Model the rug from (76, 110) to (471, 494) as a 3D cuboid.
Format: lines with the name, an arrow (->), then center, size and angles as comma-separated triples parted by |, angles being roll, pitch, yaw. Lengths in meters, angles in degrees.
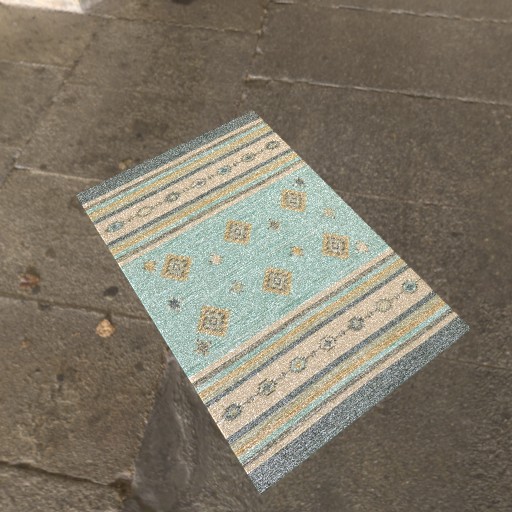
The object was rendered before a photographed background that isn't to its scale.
rug -> 0.000, 0.000, 2.295 | 1.212, 0.010, 1.811 | -31, 64, -17
